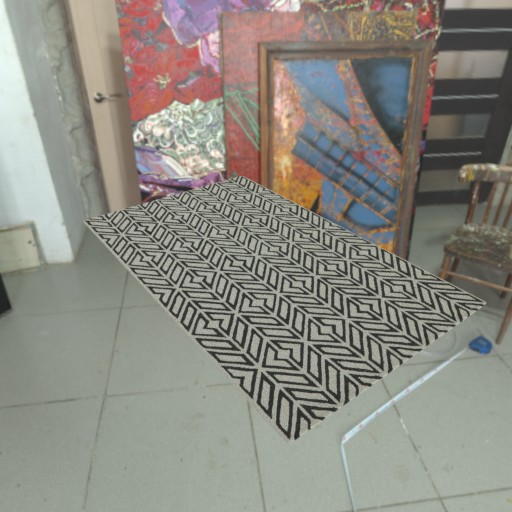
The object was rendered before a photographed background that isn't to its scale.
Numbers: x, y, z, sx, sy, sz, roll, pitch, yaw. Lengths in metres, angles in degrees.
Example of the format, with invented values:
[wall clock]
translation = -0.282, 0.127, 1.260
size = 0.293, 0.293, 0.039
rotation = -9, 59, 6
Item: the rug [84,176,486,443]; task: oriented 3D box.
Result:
[rug]
translation = 0.000, 0.000, 3.003
size = 1.523, 0.008, 2.438
rotation = -22, 38, -31
